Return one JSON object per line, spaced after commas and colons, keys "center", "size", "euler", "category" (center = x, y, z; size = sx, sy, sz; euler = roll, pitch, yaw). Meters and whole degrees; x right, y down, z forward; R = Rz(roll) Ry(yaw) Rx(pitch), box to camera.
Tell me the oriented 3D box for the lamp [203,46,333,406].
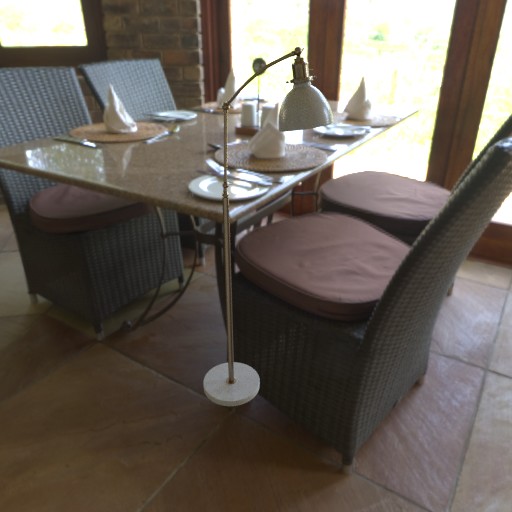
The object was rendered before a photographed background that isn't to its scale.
{"center": [0.000, 0.000, 1.850], "size": [0.599, 1.586, 0.288], "euler": [18, 32, 32], "category": "lamp"}
